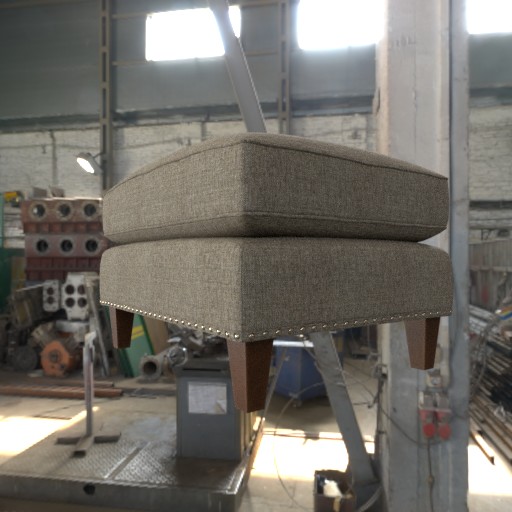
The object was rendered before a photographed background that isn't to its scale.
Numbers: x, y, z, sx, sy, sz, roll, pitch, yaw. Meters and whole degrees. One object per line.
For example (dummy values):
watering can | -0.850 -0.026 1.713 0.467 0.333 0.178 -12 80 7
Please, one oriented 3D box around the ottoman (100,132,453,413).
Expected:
ottoman | 0.000 0.000 1.133 0.584 0.513 0.741 0 -1 -35
